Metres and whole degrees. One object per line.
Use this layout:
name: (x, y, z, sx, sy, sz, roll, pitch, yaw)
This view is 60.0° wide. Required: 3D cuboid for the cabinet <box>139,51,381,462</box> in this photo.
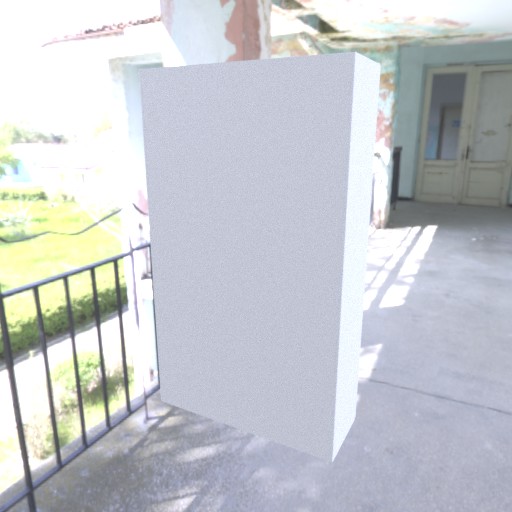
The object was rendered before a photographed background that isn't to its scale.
cabinet: (0.000, 0.000, 2.718, 1.250, 2.160, 0.480, 8, 18, 27)
